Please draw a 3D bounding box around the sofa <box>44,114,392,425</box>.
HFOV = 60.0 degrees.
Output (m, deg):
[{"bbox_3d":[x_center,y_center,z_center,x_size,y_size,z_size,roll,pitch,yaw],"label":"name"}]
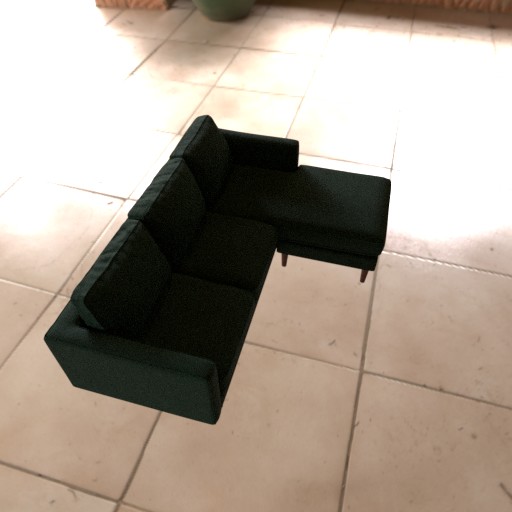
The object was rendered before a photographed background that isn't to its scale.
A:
[{"bbox_3d":[0.000,0.000,2.824,1.580,0.899,2.030,11,48,10],"label":"sofa"}]
